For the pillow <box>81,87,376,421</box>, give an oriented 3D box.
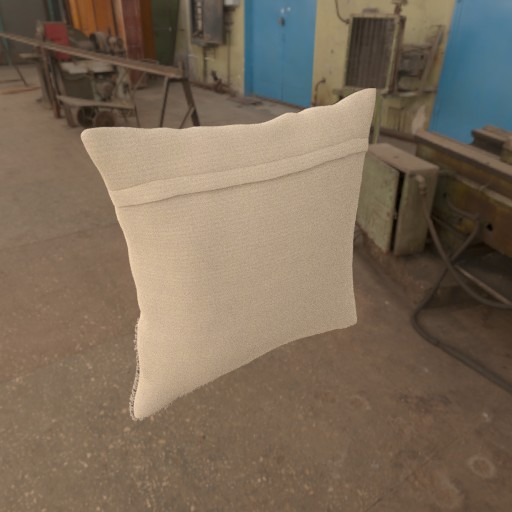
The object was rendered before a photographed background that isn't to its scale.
[{"bbox_3d":[0.000,0.000,0.712,0.475,0.473,0.178,-18,34,-28],"label":"pillow"}]
